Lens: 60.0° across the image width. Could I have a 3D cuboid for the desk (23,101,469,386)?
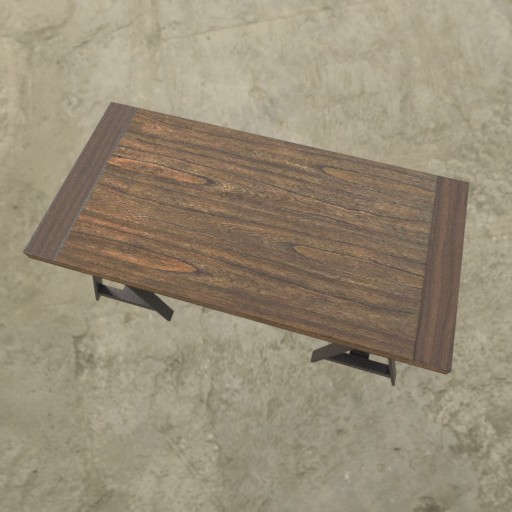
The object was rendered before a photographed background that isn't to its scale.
[{"bbox_3d":[0.000,0.000,1.997,1.543,0.725,0.784,15,65,7],"label":"desk"}]
